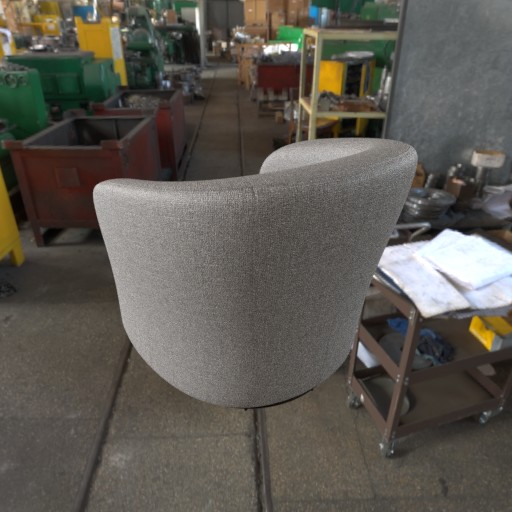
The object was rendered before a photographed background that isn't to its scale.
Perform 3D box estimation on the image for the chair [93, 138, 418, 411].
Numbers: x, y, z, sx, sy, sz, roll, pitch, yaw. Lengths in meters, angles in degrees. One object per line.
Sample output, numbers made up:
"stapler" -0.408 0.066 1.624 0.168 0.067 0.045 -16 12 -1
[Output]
"chair" 0.000 0.000 1.374 0.791 0.771 0.815 -19 34 -31
